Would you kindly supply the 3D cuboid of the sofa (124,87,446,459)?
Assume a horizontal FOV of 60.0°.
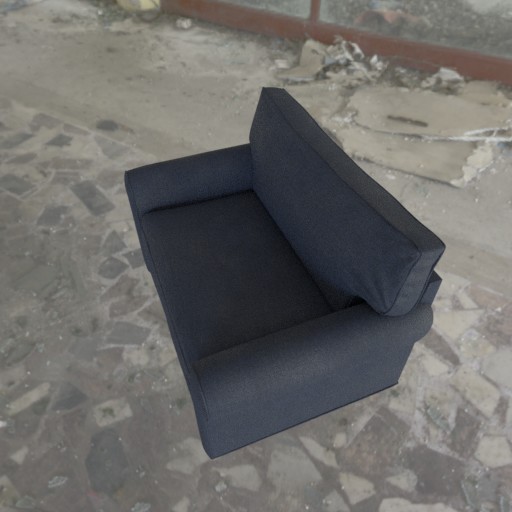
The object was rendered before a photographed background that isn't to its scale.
[{"bbox_3d":[0.000,0.000,2.039,0.938,1.004,1.405,-16,47,-15],"label":"sofa"}]
